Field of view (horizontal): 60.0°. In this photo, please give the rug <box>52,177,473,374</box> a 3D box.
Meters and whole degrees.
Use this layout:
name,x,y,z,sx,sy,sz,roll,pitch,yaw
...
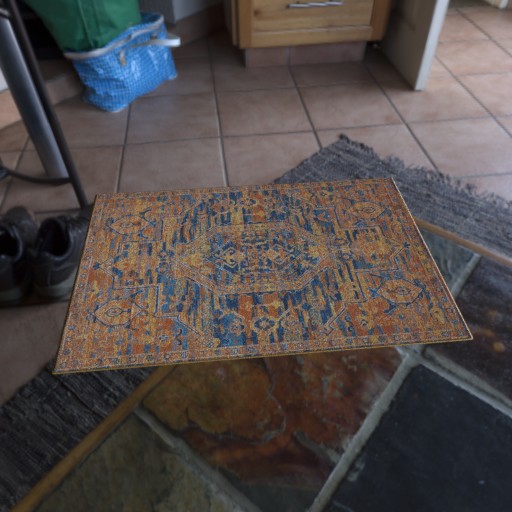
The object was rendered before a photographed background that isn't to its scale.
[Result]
name,x,y,z,sx,sy,sz,roll,pitch,yaw
rug,0.000,0.000,2.226,1.758,0.013,1.148,-4,47,-4
